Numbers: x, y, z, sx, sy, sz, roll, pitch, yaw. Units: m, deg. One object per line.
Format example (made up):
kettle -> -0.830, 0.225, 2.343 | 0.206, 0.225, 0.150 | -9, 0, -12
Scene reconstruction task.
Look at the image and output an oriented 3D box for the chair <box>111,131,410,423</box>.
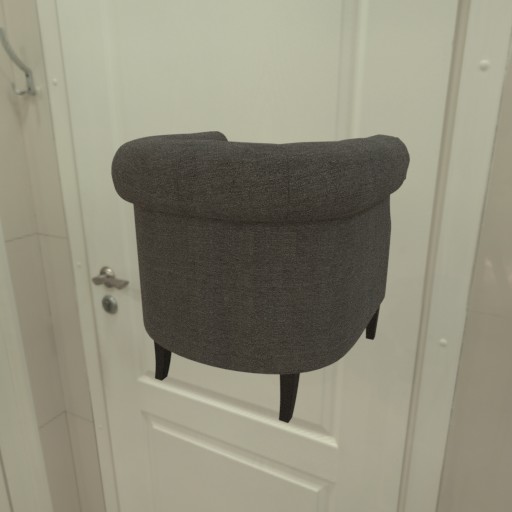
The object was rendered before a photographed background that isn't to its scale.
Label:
chair -> 0.000, 0.000, 1.565 | 0.905, 0.827, 0.852 | 9, 20, 26
